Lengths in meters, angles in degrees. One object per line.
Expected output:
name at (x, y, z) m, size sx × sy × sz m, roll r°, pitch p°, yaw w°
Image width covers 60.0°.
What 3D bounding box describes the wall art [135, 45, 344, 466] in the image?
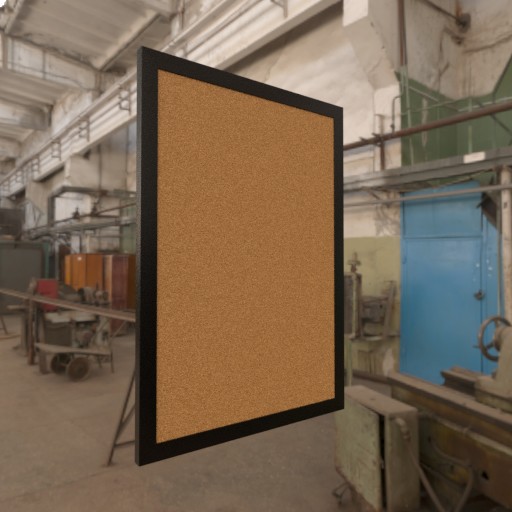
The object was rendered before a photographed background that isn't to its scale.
wall art at (0.000, 0.000, 0.835) m, size 0.462 × 0.656 × 0.019 m, roll 1°, pitch -1°, yaw -36°
